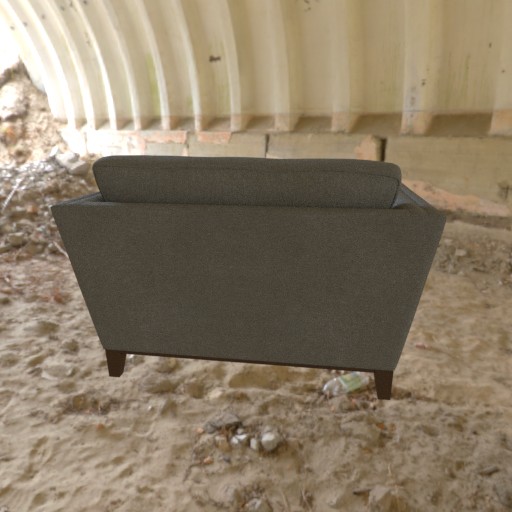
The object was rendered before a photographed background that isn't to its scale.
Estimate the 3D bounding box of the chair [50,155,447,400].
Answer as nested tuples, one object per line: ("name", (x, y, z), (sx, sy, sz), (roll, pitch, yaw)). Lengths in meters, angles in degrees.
("chair", (0.000, 0.000, 2.065), (1.396, 0.942, 0.965), (2, 16, 8))
